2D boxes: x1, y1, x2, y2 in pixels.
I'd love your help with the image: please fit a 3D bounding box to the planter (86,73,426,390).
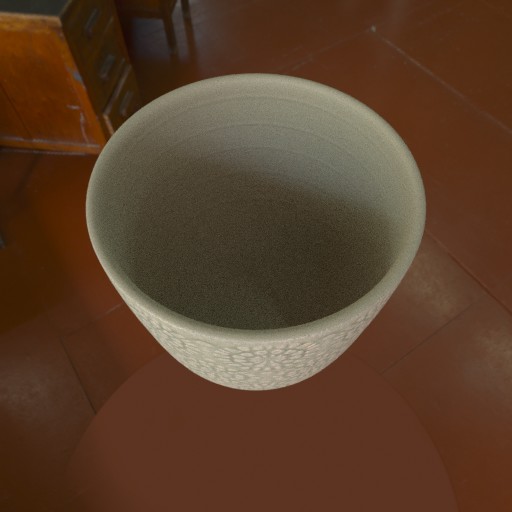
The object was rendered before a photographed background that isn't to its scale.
[{"bbox_3d":[0.000,0.000,0.210,0.124,0.109,0.124,0,59,0],"label":"planter"}]
